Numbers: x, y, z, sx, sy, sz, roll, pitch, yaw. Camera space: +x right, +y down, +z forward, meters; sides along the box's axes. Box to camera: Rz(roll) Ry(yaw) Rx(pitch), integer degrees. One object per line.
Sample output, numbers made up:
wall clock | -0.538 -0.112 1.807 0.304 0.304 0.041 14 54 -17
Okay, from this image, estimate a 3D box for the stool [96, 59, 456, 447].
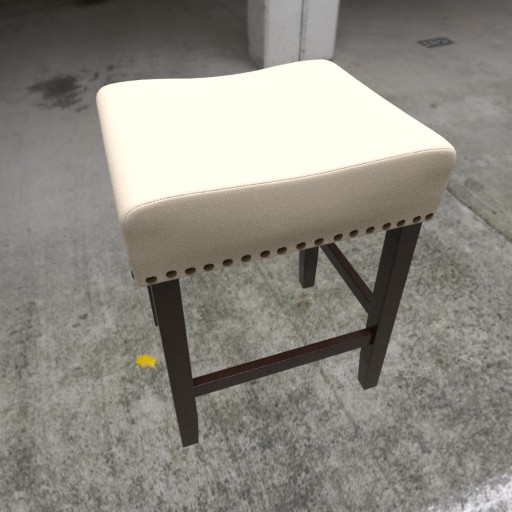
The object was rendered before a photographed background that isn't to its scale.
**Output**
stool | 0.000 0.000 0.887 0.471 0.609 0.401 -13 43 -14
